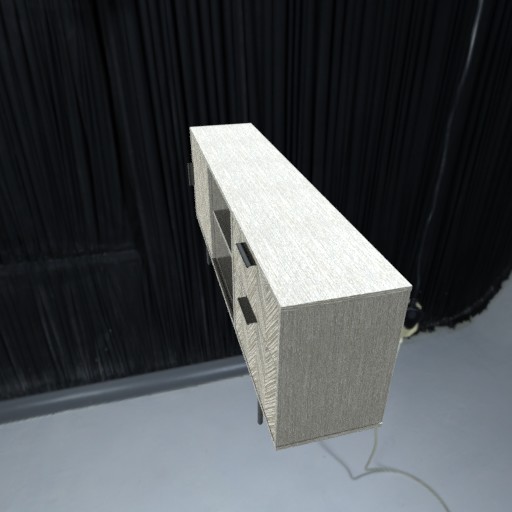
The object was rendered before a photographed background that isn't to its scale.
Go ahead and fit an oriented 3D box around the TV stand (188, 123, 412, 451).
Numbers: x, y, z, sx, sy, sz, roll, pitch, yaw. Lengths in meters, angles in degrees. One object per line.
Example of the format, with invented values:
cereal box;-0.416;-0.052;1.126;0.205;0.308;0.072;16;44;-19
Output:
TV stand;0.000;0.000;2.106;0.405;0.787;1.804;-8;31;-13
